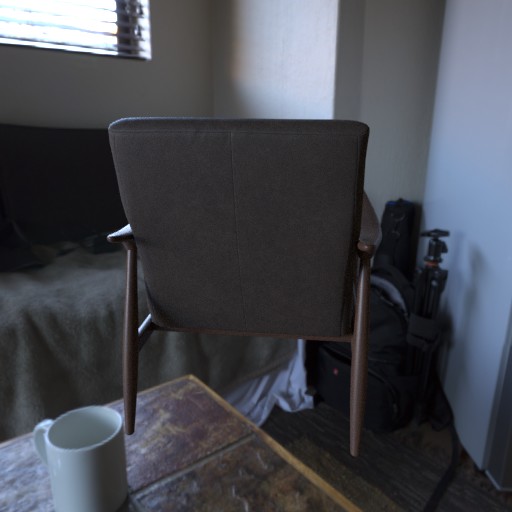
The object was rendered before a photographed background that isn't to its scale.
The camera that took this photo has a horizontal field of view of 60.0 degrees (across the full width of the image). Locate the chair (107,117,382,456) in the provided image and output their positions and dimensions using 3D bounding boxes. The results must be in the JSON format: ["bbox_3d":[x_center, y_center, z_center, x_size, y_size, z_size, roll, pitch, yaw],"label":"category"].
[{"bbox_3d":[0.000,0.000,1.402,0.741,0.831,0.798,2,17,7],"label":"chair"}]
